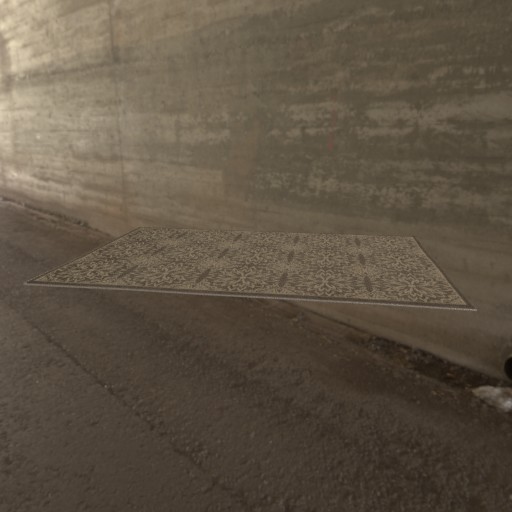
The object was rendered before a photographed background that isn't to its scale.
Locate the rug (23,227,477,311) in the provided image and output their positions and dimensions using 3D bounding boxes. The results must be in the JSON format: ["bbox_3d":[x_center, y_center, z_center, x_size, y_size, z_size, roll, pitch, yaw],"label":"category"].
[{"bbox_3d":[0.000,0.000,3.503,2.746,0.018,1.819,2,16,9],"label":"rug"}]
